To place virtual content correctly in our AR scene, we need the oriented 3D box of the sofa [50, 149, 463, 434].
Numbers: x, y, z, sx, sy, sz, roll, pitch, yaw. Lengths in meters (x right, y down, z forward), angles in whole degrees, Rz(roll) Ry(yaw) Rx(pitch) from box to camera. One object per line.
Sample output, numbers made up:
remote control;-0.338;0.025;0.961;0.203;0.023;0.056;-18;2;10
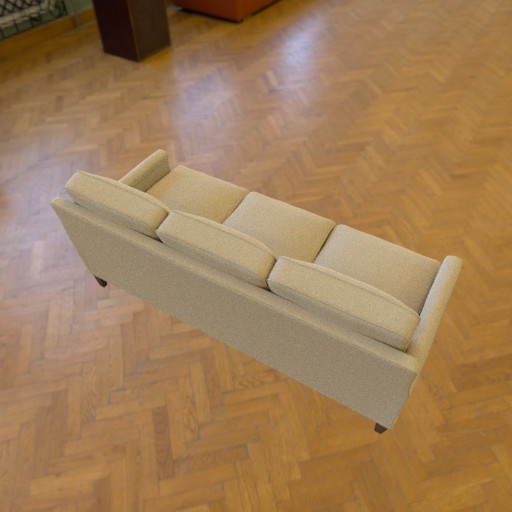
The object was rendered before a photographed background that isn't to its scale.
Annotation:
sofa;0.000;0.000;2.758;2.246;1.003;1.084;23;51;20
